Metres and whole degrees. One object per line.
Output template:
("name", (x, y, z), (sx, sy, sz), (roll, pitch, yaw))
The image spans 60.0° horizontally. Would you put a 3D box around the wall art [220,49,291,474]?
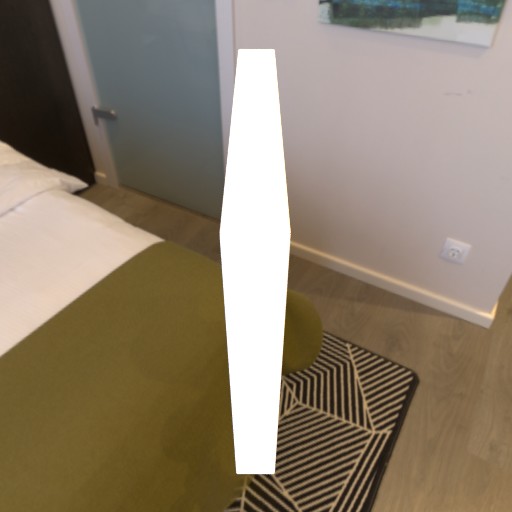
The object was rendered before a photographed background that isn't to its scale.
("wall art", (0.000, 0.000, 0.448), (0.038, 0.305, 0.305), (0, 42, 0))
